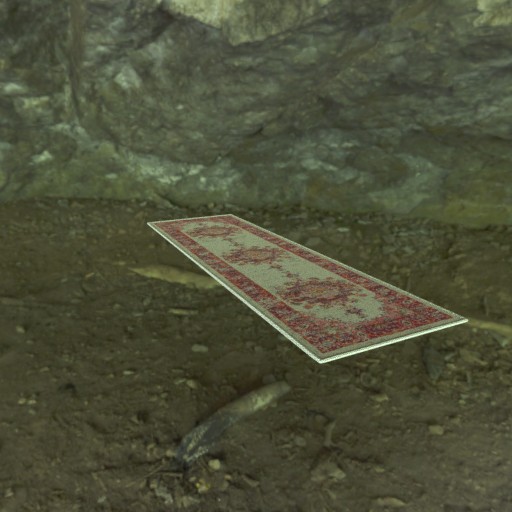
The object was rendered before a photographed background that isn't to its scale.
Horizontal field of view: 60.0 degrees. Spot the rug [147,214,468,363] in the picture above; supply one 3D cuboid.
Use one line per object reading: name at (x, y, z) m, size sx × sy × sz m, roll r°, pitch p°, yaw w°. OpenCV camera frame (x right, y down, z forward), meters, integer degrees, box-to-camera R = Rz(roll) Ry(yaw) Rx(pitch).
rug at (0.000, 0.000, 2.032) m, size 0.562 × 0.009 × 1.824 m, roll -8°, pitch 19°, yaw -26°
